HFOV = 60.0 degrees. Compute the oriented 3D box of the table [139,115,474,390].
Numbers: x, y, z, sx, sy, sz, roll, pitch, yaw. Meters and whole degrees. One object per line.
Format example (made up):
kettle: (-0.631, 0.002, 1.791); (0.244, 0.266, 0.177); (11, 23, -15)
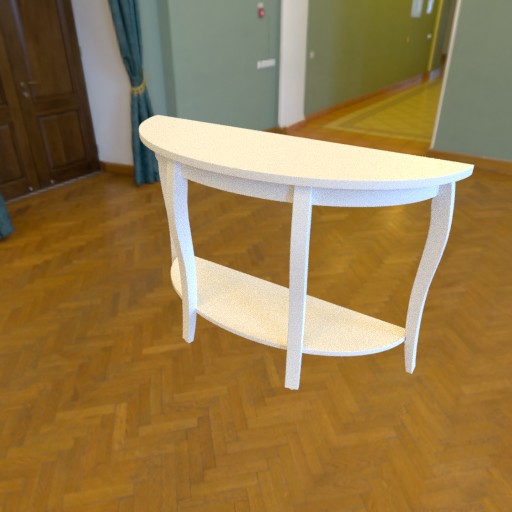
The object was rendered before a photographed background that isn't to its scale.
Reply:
table: (0.000, 0.000, 1.592); (1.219, 0.780, 0.394); (18, 34, 28)
